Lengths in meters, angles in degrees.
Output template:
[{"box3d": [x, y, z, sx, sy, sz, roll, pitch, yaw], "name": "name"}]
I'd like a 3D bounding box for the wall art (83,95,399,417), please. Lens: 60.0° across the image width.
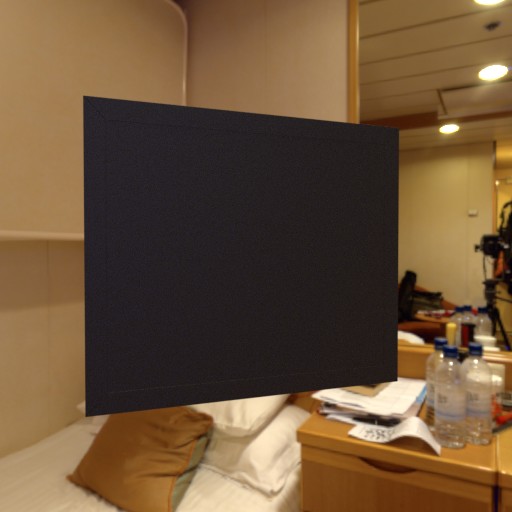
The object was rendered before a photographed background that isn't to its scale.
[{"box3d": [0.000, 0.000, 0.529, 0.381, 0.330, 0.029, 0, 1, -19], "name": "wall art"}]
